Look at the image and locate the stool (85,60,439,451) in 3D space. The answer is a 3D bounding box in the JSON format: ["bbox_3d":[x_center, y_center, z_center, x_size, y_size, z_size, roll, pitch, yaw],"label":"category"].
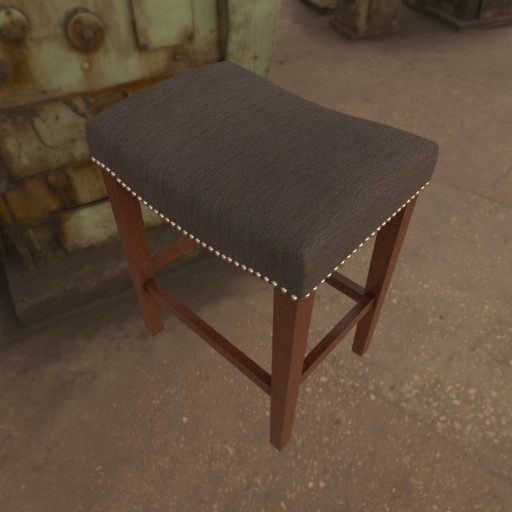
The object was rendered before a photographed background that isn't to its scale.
[{"bbox_3d":[0.000,0.000,0.962,0.504,0.654,0.372,33,55,28],"label":"stool"}]
